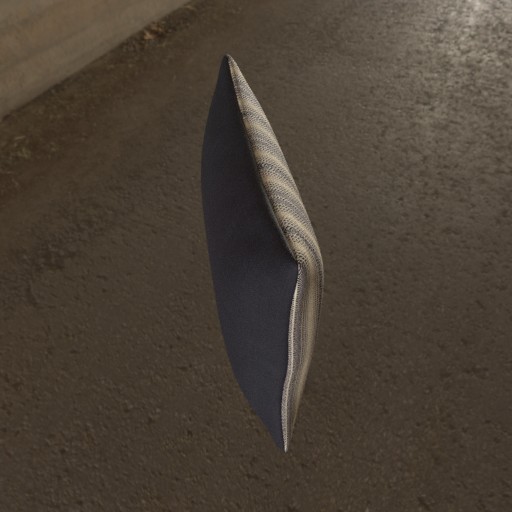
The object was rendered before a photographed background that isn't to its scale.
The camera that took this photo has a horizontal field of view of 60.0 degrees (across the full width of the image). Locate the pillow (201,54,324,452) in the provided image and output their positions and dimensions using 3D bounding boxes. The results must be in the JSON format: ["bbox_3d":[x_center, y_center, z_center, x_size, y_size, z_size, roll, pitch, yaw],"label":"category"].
[{"bbox_3d":[0.000,0.000,0.795,0.166,0.508,0.520,-8,47,-7],"label":"pillow"}]
